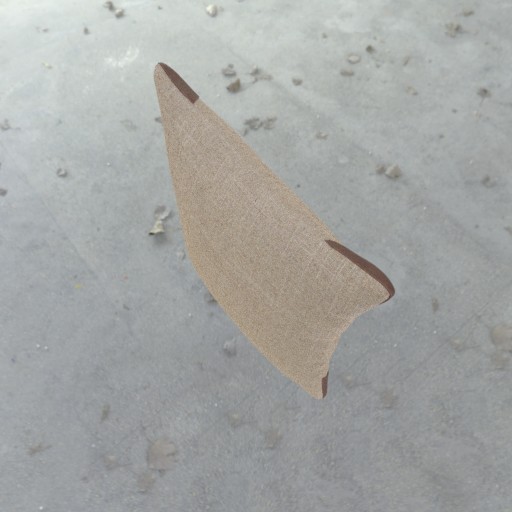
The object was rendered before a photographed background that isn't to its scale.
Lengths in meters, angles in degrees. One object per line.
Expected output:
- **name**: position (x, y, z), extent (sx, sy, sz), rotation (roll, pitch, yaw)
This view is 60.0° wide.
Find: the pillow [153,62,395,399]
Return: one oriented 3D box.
- **pillow**: position (0.000, 0.000, 0.691), extent (0.147, 0.448, 0.437), rotation (-34, 64, -19)
